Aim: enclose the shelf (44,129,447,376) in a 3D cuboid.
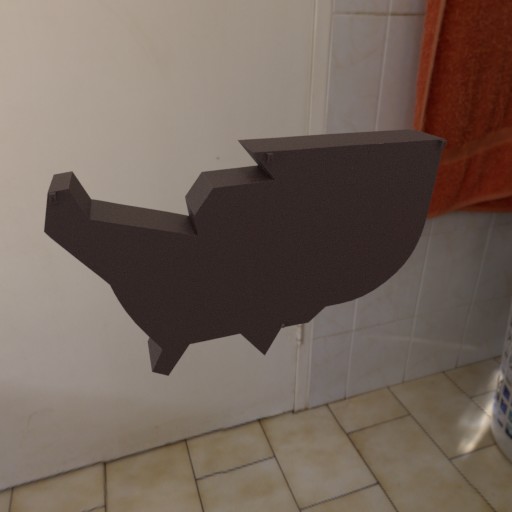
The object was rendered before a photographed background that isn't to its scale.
[{"bbox_3d":[0.000,0.000,0.888,0.729,0.439,0.112,-8,28,-15],"label":"shelf"}]
